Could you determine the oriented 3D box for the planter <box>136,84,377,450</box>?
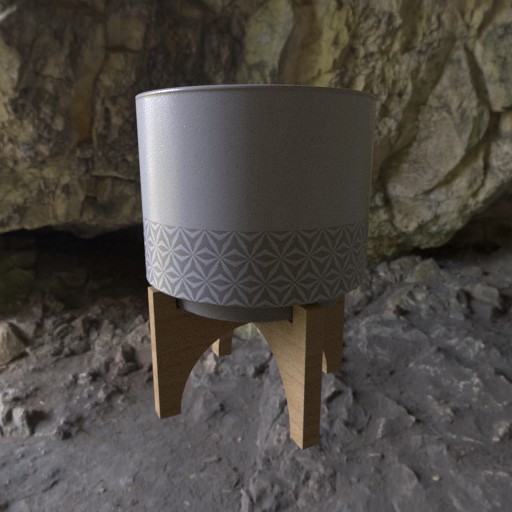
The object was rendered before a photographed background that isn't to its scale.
[{"bbox_3d":[0.000,0.000,0.389,0.188,0.260,0.188,0,14,0],"label":"planter"}]
